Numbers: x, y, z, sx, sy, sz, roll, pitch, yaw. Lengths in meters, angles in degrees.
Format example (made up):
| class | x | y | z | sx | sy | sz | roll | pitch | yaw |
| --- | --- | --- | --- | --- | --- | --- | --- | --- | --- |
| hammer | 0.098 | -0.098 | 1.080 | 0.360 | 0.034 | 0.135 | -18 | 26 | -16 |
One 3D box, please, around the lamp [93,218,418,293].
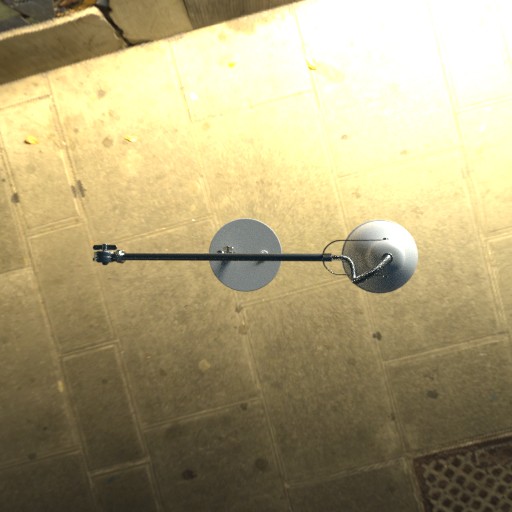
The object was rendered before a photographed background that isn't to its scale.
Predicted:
| class | x | y | z | sx | sy | sz | roll | pitch | yaw |
| --- | --- | --- | --- | --- | --- | --- | --- | --- | --- |
| lamp | 0.000 | 0.000 | 0.871 | 0.561 | 0.587 | 0.187 | 0 | 91 | 1 |
